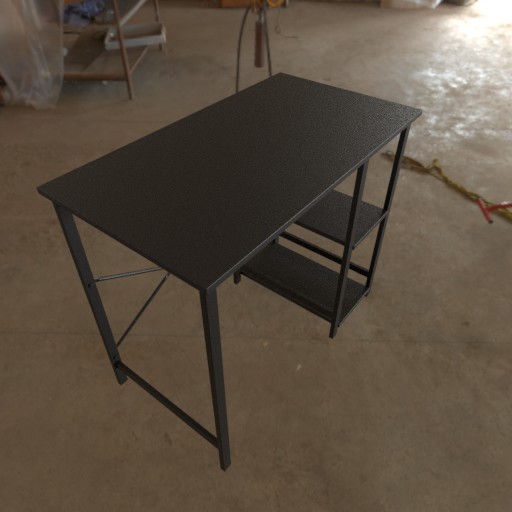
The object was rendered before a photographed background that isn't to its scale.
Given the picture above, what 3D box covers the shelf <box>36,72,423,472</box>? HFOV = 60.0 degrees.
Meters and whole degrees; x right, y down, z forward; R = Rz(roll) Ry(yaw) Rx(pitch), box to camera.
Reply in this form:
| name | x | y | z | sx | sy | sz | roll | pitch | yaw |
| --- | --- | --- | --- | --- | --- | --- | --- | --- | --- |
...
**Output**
| name | x | y | z | sx | sy | sz | roll | pitch | yaw |
| --- | --- | --- | --- | --- | --- | --- | --- | --- | --- |
| shelf | 0.000 | 0.000 | 1.353 | 0.498 | 0.749 | 0.902 | 27 | 48 | 28 |
